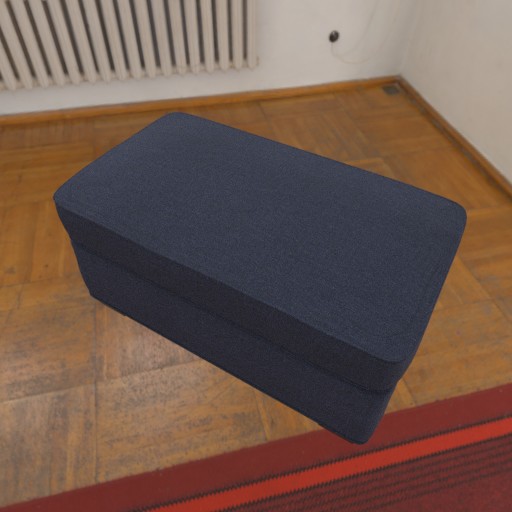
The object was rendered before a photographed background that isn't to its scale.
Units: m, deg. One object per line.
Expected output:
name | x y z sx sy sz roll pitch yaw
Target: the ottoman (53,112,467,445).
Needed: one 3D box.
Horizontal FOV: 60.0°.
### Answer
ottoman | 0.000 0.000 1.175 0.895 0.453 0.505 24 51 21
